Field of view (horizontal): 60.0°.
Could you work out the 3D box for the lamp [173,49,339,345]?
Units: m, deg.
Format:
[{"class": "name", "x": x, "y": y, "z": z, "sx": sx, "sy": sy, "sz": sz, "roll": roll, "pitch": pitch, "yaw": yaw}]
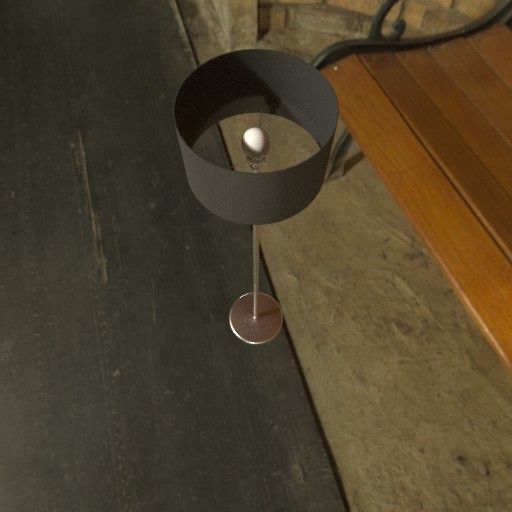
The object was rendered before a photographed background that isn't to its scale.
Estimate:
[{"class": "lamp", "x": 0.000, "y": 0.000, "z": 1.581, "sx": 0.348, "sy": 1.443, "sz": 0.348, "roll": 33, "pitch": 68, "yaw": 15}]
